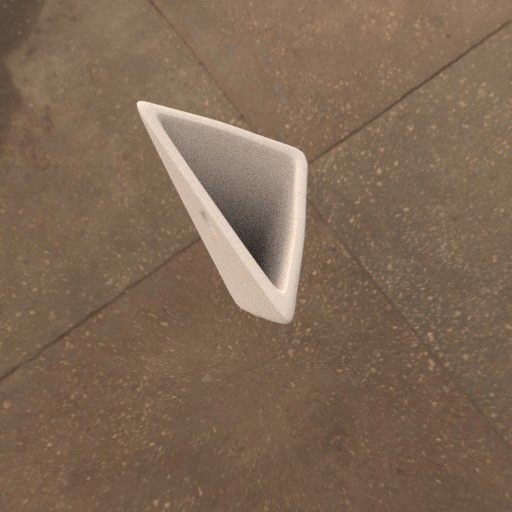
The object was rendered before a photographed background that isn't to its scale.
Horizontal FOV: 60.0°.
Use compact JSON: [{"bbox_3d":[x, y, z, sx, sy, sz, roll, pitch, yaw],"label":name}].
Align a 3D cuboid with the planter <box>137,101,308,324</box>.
[{"bbox_3d":[0.000,0.000,0.390,0.065,0.338,0.143,-33,78,-8],"label":"planter"}]
